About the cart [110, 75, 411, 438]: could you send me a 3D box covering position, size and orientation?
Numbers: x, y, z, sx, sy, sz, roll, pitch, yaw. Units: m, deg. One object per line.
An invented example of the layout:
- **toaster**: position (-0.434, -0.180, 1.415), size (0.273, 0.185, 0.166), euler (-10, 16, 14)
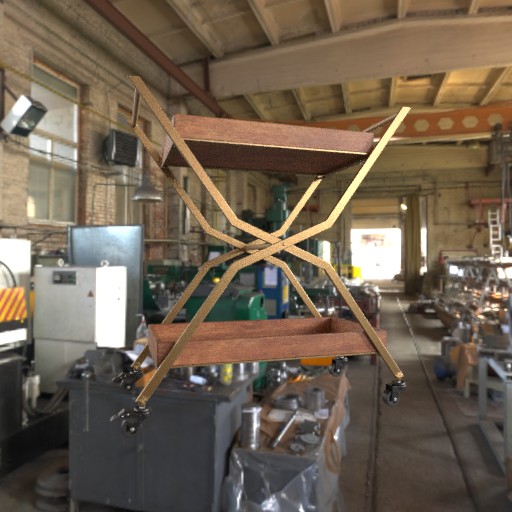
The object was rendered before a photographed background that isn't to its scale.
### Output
- **cart**: position (0.000, 0.000, 1.349), size (0.836, 0.869, 0.405), euler (0, -1, -17)
